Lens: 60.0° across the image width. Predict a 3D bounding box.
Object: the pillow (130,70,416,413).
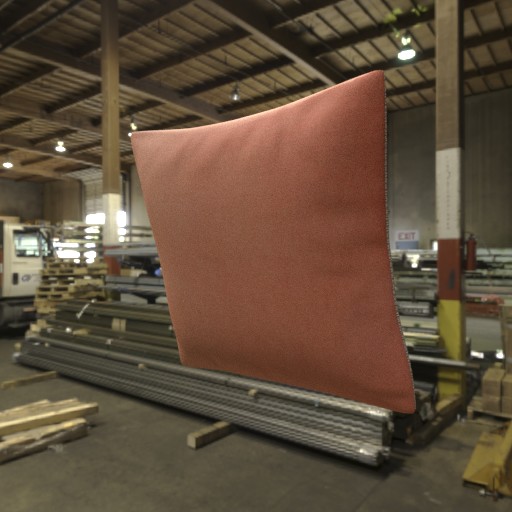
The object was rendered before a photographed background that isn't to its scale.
[{"bbox_3d":[0.000,0.000,0.643,0.424,0.401,0.177,0,1,37],"label":"pillow"}]
